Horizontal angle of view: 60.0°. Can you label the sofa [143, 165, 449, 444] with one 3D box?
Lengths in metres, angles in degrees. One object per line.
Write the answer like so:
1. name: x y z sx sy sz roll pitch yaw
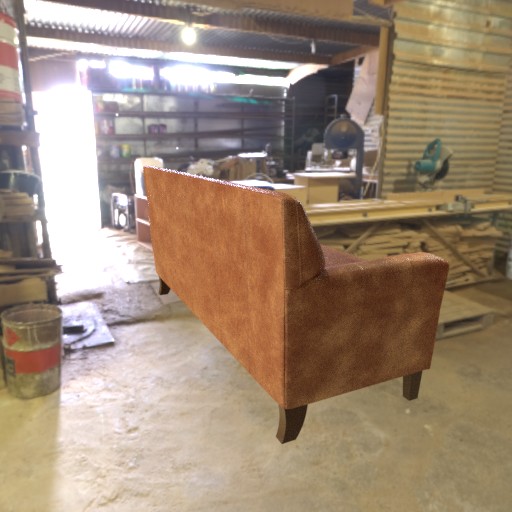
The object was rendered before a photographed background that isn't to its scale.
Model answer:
1. sofa: 0.000 0.000 2.542 0.805 0.947 2.053 -7 16 -25
